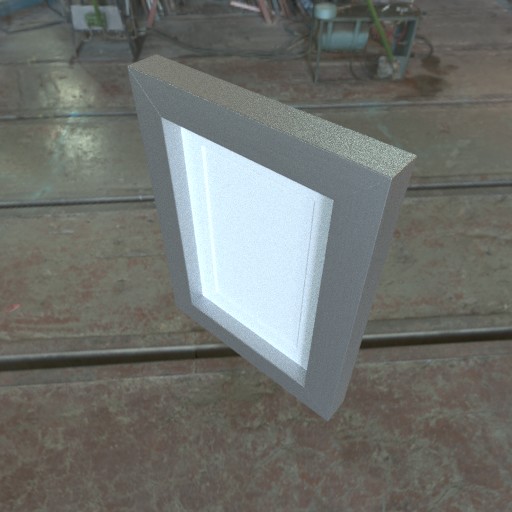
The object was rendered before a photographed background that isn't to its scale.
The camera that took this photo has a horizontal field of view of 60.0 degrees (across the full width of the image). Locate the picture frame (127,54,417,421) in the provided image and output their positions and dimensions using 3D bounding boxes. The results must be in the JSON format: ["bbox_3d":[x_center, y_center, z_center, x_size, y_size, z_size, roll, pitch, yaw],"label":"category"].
[{"bbox_3d":[0.000,0.000,0.282,0.157,0.208,0.028,31,53,27],"label":"picture frame"}]
